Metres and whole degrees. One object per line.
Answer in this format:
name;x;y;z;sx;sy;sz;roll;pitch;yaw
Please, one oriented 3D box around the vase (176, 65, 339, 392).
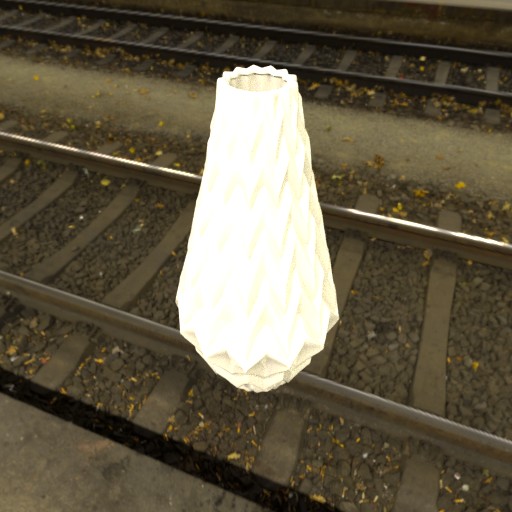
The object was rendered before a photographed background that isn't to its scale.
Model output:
vase;0.000;0.000;0.414;0.167;0.328;0.167;0;42;0
